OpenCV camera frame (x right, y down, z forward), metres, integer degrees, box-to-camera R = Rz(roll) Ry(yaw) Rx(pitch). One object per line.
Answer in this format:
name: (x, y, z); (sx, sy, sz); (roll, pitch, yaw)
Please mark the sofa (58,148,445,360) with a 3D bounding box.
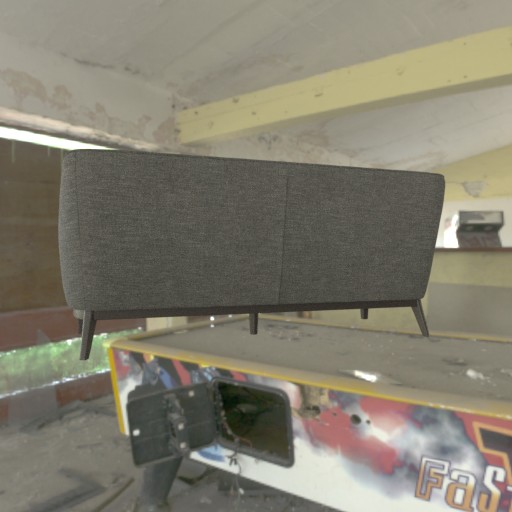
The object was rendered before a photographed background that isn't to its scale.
sofa: (0.000, 0.000, 2.314); (1.928, 0.829, 0.867); (0, 0, -18)
